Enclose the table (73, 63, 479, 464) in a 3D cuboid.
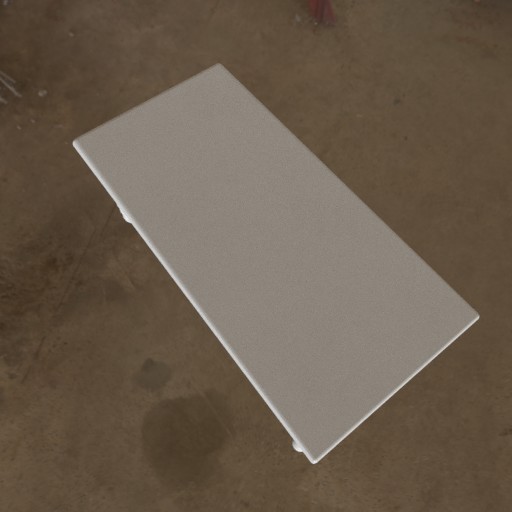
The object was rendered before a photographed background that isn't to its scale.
[{"bbox_3d":[0.000,0.000,1.488,0.580,0.487,1.171,-35,69,-15],"label":"table"}]
